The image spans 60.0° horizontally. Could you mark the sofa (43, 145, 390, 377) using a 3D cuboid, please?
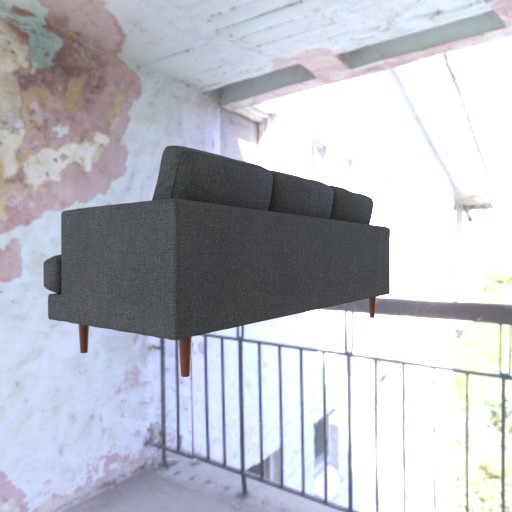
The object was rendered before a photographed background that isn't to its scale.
[{"bbox_3d":[0.000,0.000,2.735,0.903,0.930,2.246,0,1,36],"label":"sofa"}]
